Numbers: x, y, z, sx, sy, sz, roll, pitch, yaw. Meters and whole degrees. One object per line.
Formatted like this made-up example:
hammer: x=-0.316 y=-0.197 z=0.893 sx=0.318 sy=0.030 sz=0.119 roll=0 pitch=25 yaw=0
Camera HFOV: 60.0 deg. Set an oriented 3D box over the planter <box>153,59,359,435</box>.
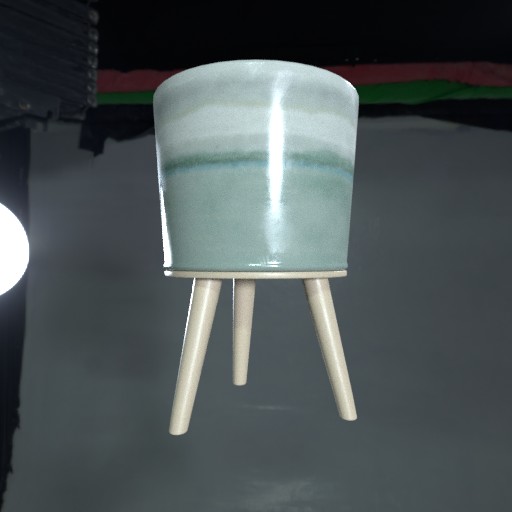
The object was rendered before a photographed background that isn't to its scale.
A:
planter: x=0.000 y=0.000 z=0.584 sx=0.265 sy=0.404 sz=0.265 roll=0 pitch=-1 yaw=0
